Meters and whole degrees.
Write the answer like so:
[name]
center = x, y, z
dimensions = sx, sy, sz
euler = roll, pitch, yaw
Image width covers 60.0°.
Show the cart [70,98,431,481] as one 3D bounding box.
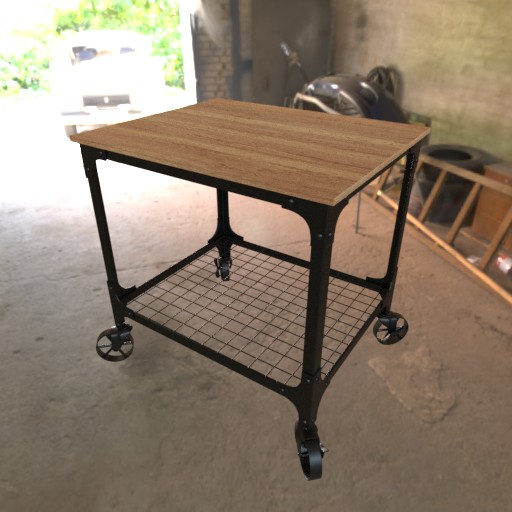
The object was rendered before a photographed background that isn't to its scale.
[cart]
center = 0.000, 0.000, 1.079
dimensions = 0.666, 0.603, 0.558
euler = 19, 35, 29
